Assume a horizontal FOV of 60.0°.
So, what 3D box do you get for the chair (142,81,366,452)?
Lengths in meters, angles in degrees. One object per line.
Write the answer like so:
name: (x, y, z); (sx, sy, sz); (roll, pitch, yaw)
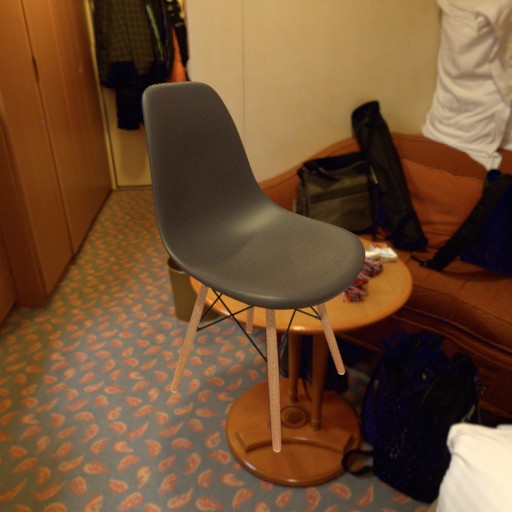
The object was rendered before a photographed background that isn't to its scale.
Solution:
chair: (0.000, 0.000, 1.160); (0.533, 0.825, 0.470); (17, 31, 32)
